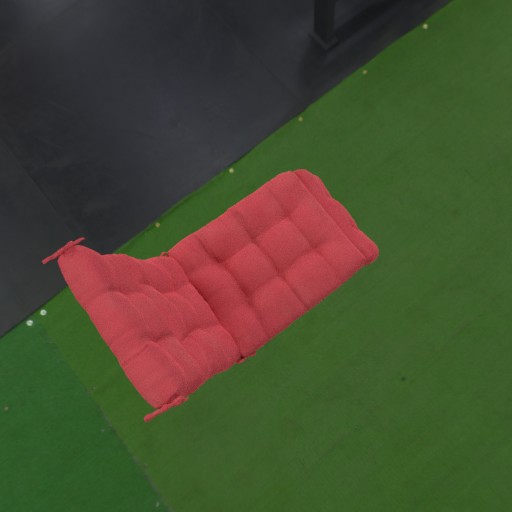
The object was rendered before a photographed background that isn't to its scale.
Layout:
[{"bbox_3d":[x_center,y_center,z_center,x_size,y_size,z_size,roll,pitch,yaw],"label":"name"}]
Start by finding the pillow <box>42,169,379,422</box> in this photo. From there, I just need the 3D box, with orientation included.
[{"bbox_3d":[0.000,0.000,1.545,1.016,0.863,0.526,-36,79,-8],"label":"pillow"}]
